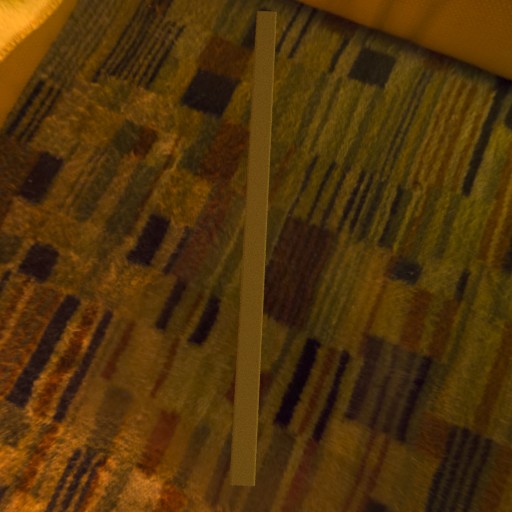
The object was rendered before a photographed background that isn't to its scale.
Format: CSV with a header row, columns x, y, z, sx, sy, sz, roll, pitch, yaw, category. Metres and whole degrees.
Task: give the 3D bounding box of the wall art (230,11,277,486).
x,y,z,sx,sy,sz,roll,pitch,yaw,category
0.000,0.000,1.400,0.051,0.761,1.138,3,77,1,wall art
